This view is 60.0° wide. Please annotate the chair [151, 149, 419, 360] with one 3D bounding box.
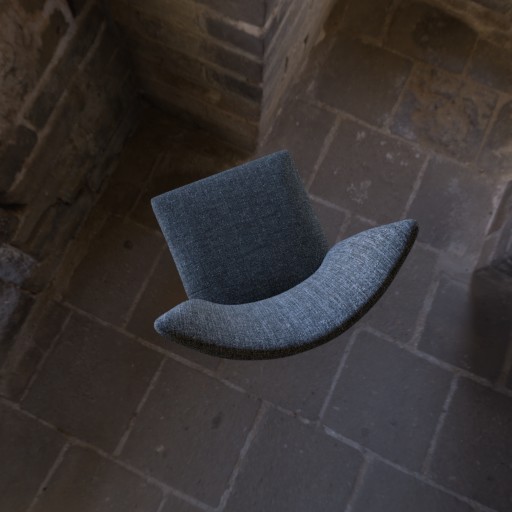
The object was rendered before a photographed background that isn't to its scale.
[{"bbox_3d":[0.000,0.000,1.300,0.535,0.924,0.623,-21,76,-6],"label":"chair"}]
